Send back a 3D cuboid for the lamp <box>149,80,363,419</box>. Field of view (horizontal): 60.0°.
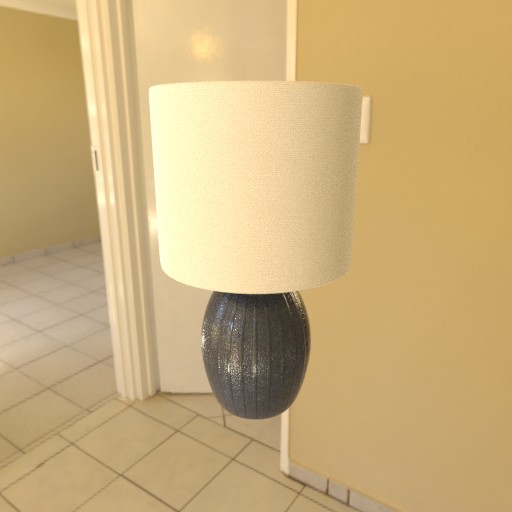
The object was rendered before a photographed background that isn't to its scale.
[{"bbox_3d":[0.000,0.000,0.778,0.329,0.570,0.329,8,19,24],"label":"lamp"}]
